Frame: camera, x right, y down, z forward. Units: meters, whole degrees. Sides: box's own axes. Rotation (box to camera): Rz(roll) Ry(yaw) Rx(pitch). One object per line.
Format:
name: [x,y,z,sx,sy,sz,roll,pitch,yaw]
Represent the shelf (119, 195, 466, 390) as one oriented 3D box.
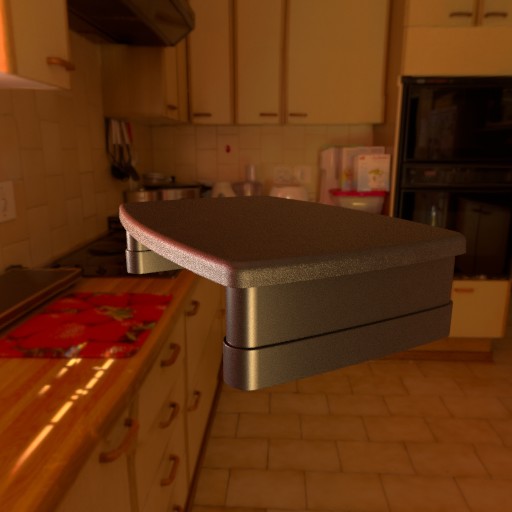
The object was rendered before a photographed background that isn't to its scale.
shelf: [0.000,0.000,0.533,0.280,0.100,0.410,-7,15,-27]
